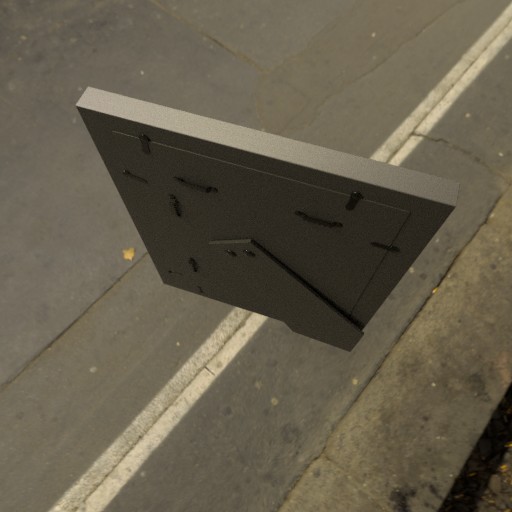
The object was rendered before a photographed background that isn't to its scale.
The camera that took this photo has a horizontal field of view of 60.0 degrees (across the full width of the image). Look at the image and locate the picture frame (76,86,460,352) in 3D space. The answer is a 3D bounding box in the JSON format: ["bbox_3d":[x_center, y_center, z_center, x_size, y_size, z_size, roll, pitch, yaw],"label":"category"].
[{"bbox_3d":[0.000,0.000,0.514,0.307,0.383,0.036,17,65,8],"label":"picture frame"}]
